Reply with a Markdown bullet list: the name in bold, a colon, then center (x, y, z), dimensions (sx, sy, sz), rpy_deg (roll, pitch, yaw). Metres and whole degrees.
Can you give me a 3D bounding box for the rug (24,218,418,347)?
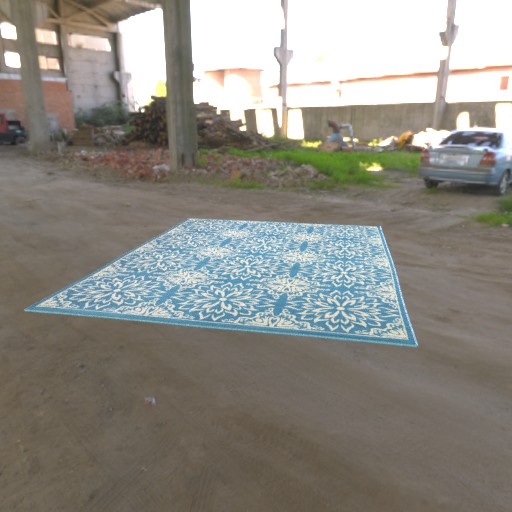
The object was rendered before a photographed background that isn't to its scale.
- **rug**: center (0.000, 0.000, 3.934), dimensions (2.350, 0.018, 2.964), rpy_deg (3, 17, 11)
